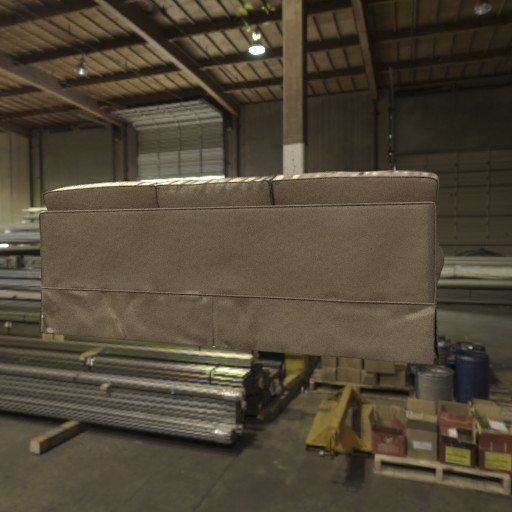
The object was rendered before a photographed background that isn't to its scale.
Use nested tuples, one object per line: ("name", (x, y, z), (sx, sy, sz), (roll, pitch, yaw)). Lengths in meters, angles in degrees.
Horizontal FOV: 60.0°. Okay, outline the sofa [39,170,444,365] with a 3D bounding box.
("sofa", (0.000, 0.000, 3.289), (2.475, 0.978, 1.733), (1, 2, 18))
